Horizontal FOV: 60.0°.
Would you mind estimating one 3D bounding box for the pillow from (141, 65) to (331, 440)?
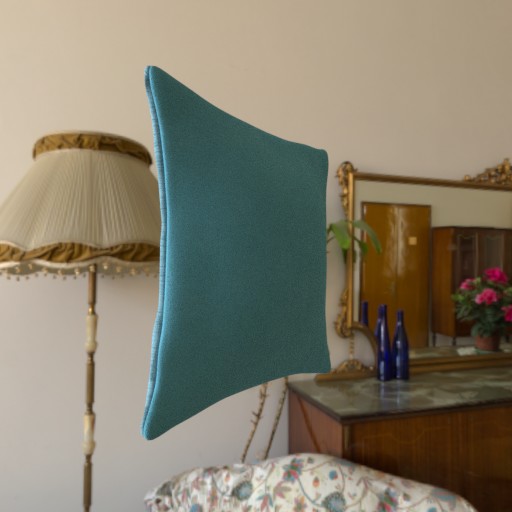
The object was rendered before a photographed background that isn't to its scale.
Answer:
[{"bbox_3d":[0.000,0.000,0.660,0.151,0.415,0.433,-2,-3,36],"label":"pillow"}]
